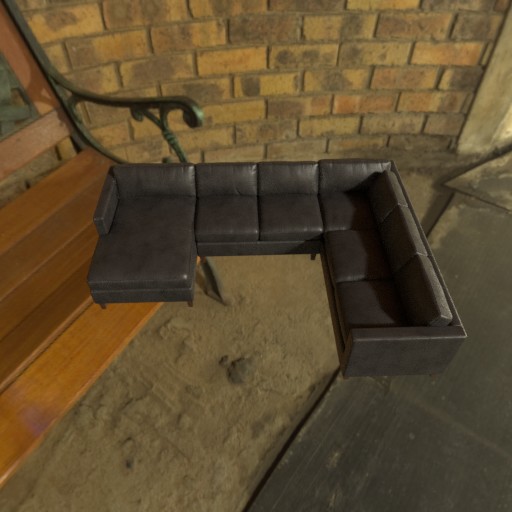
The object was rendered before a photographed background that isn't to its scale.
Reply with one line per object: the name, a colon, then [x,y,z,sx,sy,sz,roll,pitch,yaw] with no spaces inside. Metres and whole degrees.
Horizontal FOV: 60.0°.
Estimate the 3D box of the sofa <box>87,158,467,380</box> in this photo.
sofa: [0.000,0.000,4.559,3.324,0.891,2.452,-1,47,-1]
